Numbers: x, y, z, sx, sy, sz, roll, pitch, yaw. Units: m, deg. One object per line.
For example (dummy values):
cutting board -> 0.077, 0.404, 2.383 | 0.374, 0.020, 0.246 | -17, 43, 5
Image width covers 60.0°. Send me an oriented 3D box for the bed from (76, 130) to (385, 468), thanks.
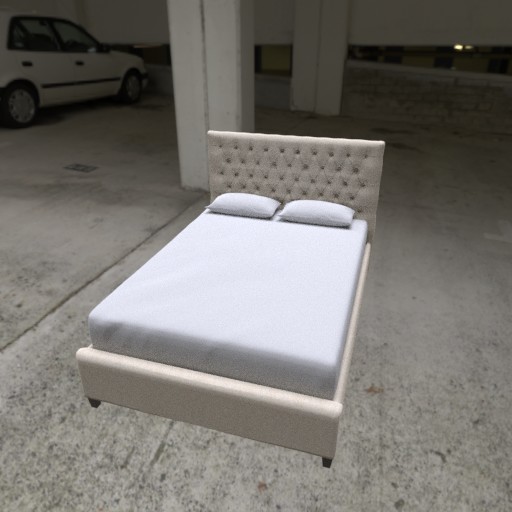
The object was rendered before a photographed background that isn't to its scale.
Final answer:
bed -> 0.000, 0.000, 3.474 | 1.698, 1.427, 2.387 | 8, 28, 15
